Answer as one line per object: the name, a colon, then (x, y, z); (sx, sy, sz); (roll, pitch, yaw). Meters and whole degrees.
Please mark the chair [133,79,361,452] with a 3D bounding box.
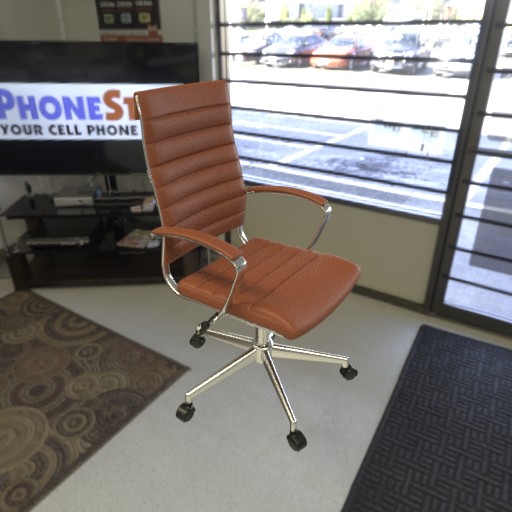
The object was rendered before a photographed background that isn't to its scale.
chair: (0.000, 0.000, 1.642); (0.739, 1.149, 0.766); (19, 33, 31)
